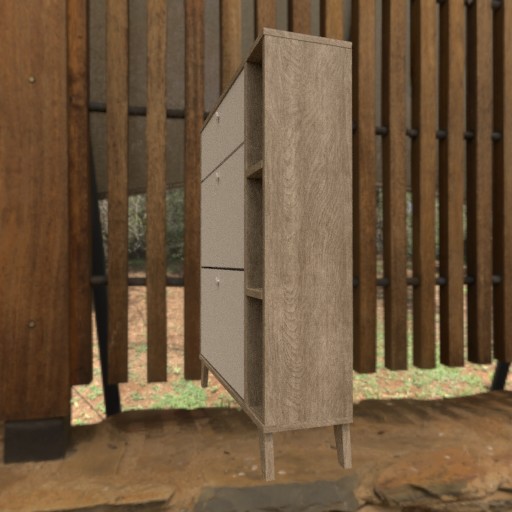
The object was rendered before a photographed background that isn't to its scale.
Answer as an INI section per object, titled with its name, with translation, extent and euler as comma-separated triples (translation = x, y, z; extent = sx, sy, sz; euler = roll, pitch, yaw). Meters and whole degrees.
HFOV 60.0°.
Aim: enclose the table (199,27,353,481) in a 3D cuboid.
[table]
translation = 0.000, 0.000, 1.572
extent = 0.256, 1.135, 0.902
euler = 0, -1, -17
